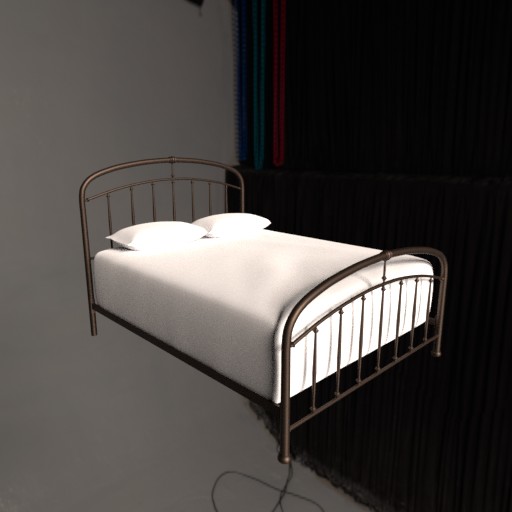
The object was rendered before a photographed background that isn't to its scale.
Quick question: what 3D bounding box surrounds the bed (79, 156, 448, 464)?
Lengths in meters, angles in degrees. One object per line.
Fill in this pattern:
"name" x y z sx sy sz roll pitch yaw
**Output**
"bed" 0.000 0.000 3.285 1.711 1.425 2.180 -13 18 -42
